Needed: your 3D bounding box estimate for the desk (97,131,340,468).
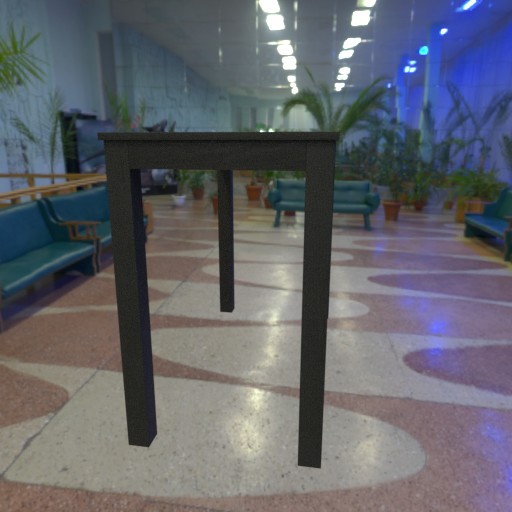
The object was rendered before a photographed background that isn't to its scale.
[{"bbox_3d":[0.000,0.000,1.450,0.499,0.762,0.991,3,15,10],"label":"desk"}]
